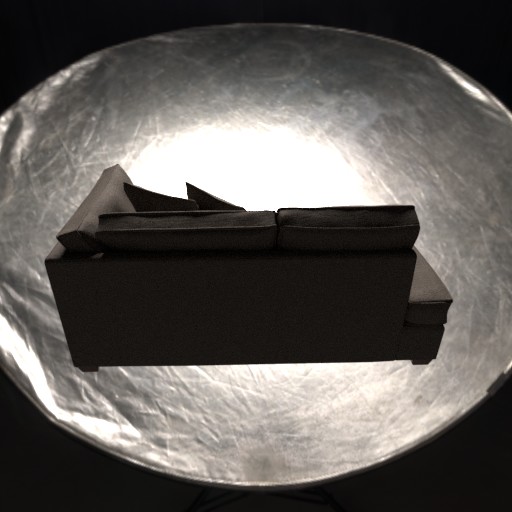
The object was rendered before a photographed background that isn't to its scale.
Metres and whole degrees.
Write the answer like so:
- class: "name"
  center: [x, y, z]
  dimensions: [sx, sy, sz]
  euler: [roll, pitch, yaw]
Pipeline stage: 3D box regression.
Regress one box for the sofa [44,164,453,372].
- class: "sofa"
  center: [0.000, 0.000, 2.929]
  dimensions: [2.237, 1.033, 1.110]
  euler: [-1, 31, -1]
